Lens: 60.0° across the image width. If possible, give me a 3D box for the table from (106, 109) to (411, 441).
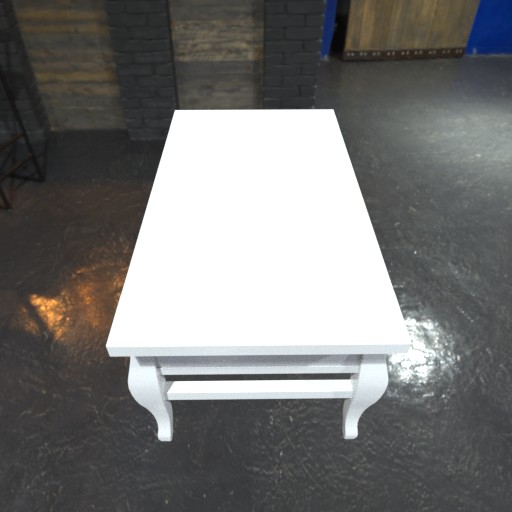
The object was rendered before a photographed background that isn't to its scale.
[{"bbox_3d":[0.000,0.000,1.405,0.600,0.495,1.062,0,42,0],"label":"table"}]
